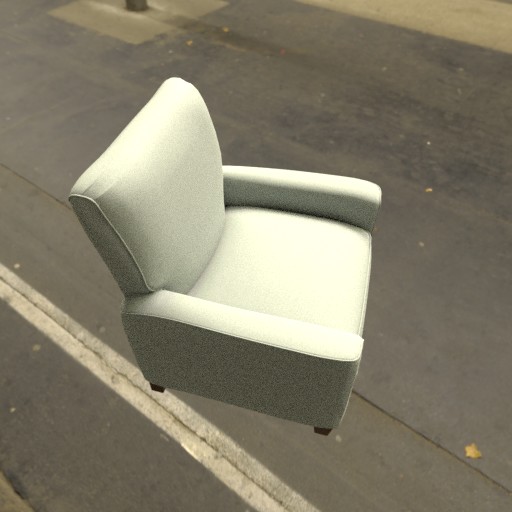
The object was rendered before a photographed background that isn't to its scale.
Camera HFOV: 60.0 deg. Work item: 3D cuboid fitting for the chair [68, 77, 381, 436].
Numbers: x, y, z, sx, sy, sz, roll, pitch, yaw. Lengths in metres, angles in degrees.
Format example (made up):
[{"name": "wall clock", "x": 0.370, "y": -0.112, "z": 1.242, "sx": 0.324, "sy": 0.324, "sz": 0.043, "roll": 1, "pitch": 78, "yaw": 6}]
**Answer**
[{"name": "chair", "x": 0.000, "y": 0.000, "z": 1.621, "sx": 0.846, "sy": 1.007, "sz": 0.853, "roll": 11, "pitch": 48, "yaw": 10}]
